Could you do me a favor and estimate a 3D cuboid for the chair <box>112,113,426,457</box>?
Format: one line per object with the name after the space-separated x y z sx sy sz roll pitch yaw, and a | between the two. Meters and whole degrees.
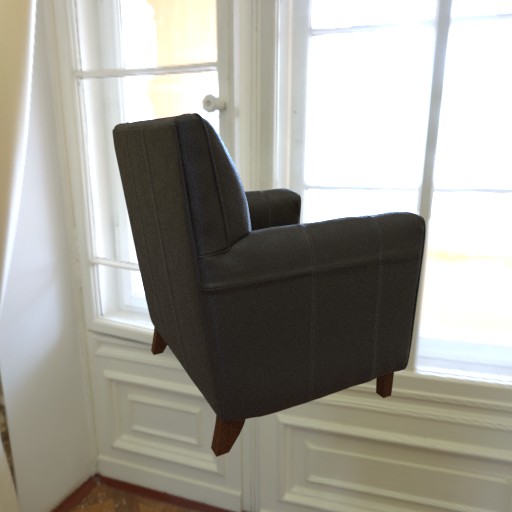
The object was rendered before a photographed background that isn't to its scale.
0.000 0.000 1.615 0.825 0.943 0.870 -8 17 -26 | chair
